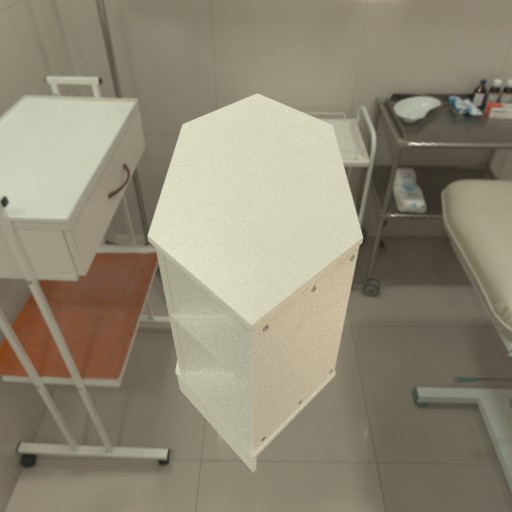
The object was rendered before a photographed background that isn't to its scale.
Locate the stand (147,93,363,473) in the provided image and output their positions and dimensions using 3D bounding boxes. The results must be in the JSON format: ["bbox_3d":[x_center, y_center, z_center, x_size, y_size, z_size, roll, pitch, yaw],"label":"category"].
[{"bbox_3d":[0.000,0.000,1.387,0.477,0.614,1.072,0,41,1],"label":"stand"}]
